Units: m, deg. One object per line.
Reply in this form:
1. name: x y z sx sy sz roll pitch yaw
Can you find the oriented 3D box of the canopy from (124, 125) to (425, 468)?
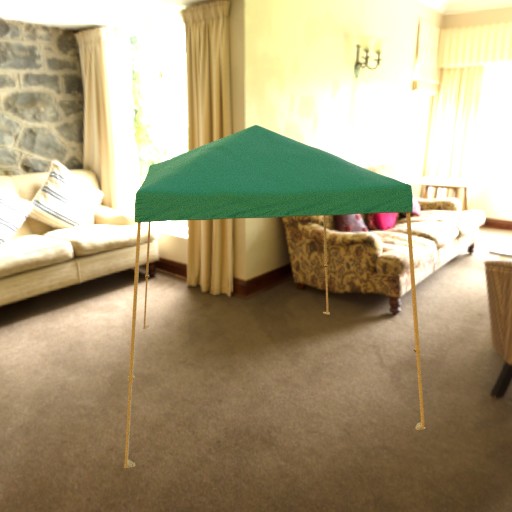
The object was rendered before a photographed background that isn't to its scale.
1. canopy: 0.000 0.000 5.027 2.849 2.850 2.850 -3 17 -10
